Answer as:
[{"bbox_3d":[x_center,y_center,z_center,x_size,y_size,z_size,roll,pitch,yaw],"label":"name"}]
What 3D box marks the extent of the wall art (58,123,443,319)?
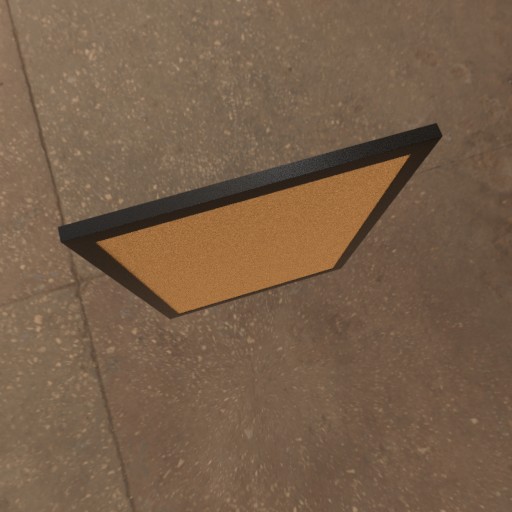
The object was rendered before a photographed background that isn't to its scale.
[{"bbox_3d":[0.000,0.000,0.831,0.462,0.656,0.019,-16,75,-4],"label":"wall art"}]
